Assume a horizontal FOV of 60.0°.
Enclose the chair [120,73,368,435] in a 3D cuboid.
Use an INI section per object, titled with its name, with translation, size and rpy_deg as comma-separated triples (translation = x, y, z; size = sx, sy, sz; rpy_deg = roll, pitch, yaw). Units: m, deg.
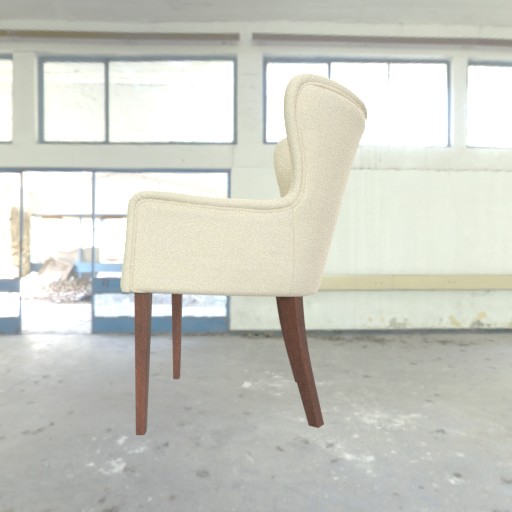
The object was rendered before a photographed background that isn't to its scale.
[chair]
translation = 0.000, 0.000, 1.516
size = 0.744, 0.990, 0.696
rpy_deg = 0, 0, 0
